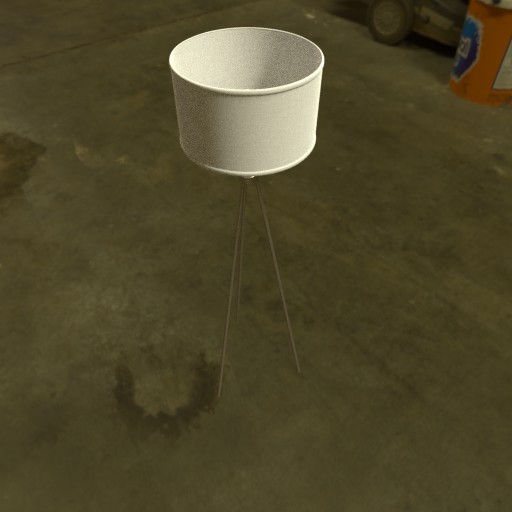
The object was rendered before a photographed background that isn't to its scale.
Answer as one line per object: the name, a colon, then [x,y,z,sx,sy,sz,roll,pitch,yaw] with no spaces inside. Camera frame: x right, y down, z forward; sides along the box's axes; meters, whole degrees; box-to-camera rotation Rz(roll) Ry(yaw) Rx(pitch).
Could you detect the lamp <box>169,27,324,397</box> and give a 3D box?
lamp: [0.000,0.000,1.733,0.458,1.545,0.448,4,46,4]
